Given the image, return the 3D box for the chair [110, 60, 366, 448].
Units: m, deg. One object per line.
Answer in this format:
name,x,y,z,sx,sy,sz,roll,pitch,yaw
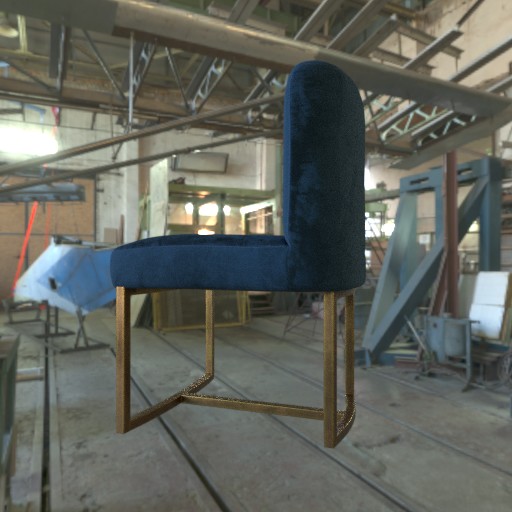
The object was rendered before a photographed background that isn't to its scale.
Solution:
chair,0.000,0.000,1.180,0.560,0.824,0.530,0,0,19
